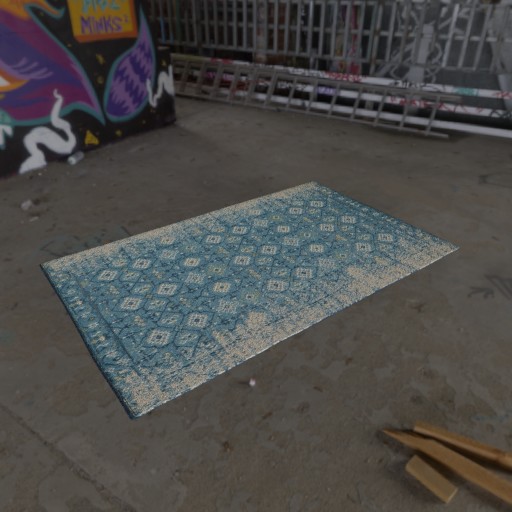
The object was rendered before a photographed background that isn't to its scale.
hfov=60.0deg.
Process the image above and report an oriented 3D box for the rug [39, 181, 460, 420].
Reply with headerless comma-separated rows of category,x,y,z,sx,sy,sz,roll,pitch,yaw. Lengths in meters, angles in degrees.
rug,0.000,0.000,3.012,2.449,0.015,1.530,-21,37,-30
